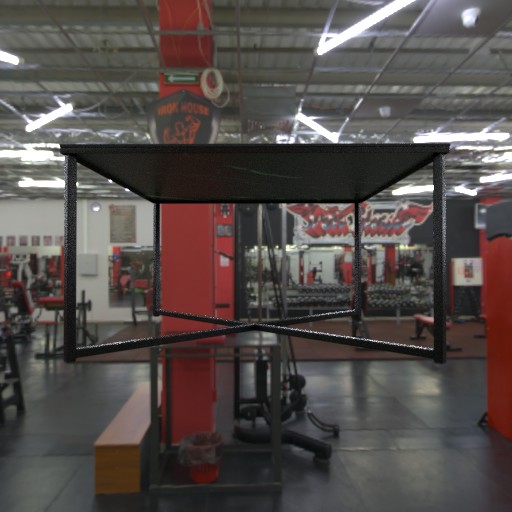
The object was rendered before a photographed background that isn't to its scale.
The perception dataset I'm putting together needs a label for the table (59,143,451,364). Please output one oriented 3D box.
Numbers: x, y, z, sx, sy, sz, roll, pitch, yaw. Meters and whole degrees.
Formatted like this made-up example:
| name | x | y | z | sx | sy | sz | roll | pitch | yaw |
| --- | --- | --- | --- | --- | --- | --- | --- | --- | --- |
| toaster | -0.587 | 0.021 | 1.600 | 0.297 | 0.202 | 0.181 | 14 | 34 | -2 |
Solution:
| name | x | y | z | sx | sy | sz | roll | pitch | yaw |
| --- | --- | --- | --- | --- | --- | --- | --- | --- | --- |
| table | 0.000 | 0.000 | 1.301 | 0.800 | 0.450 | 0.800 | 0 | -1 | 1 |
